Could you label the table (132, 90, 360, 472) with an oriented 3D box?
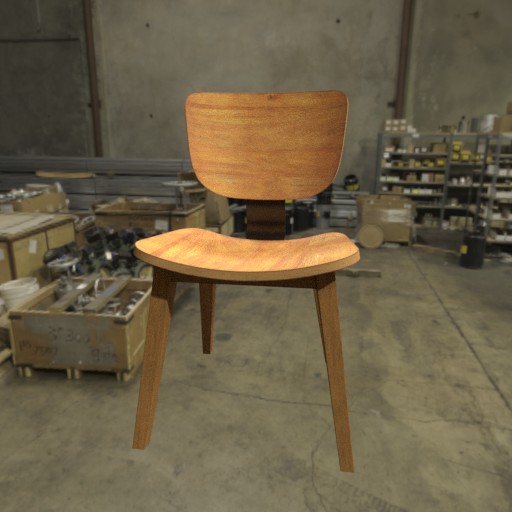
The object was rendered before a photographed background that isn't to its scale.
[{"bbox_3d":[0.000,0.000,1.109,0.499,0.805,0.500,2,15,8],"label":"table"}]
